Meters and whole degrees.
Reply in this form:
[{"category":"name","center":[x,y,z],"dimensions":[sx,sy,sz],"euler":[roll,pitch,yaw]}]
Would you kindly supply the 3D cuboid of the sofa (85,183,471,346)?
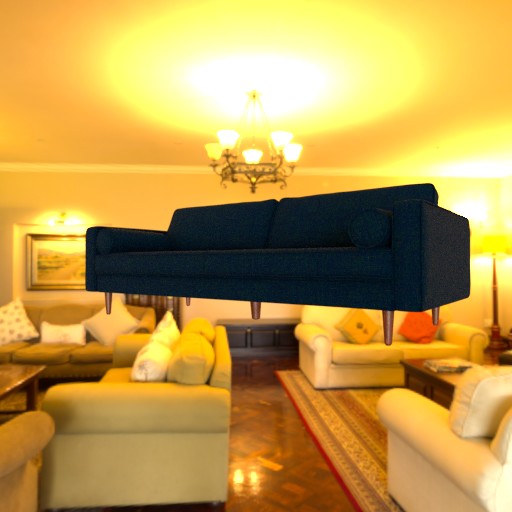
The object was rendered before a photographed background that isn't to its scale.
[{"category":"sofa","center":[0.000,0.000,2.663],"dimensions":[2.210,0.762,0.914],"euler":[-1,-1,36]}]
